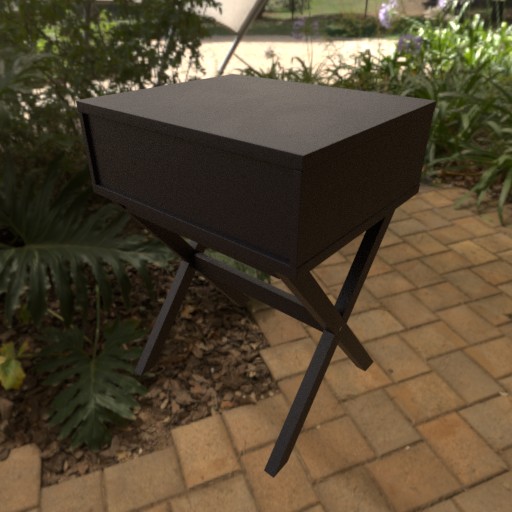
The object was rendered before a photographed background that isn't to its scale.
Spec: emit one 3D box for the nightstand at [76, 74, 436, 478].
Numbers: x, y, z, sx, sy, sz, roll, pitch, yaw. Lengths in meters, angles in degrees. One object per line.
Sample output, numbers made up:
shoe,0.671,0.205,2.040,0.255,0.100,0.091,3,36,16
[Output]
nightstand,0.000,0.000,0.923,0.479,0.623,0.402,23,37,34
